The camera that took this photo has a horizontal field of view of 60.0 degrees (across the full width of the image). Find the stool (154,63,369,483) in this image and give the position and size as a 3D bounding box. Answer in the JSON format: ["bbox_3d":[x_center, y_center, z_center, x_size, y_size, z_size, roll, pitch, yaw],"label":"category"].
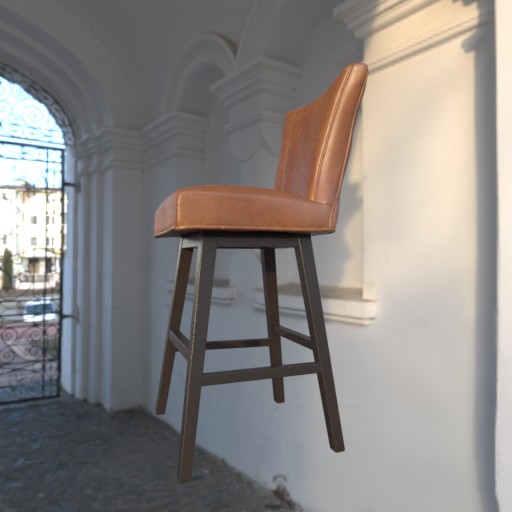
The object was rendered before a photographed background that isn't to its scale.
[{"bbox_3d":[0.000,0.000,1.401,0.585,1.094,0.522,0,0,-19],"label":"stool"}]
